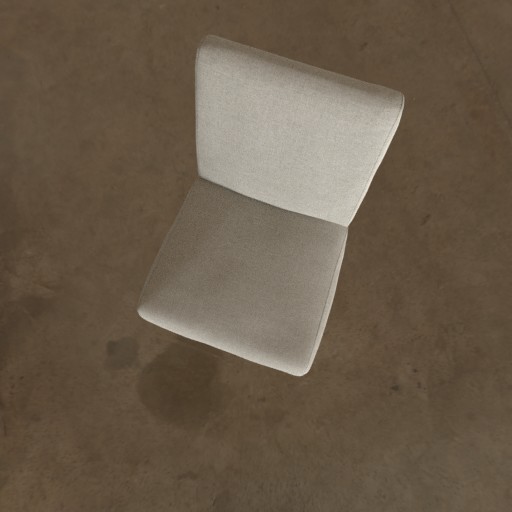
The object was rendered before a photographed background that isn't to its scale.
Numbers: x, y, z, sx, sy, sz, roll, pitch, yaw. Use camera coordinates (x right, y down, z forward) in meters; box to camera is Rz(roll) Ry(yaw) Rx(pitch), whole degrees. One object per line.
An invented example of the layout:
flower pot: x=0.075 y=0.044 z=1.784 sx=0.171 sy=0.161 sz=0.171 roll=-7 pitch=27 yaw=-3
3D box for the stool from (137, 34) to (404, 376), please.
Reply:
stool: x=0.000 y=0.000 z=1.365 sx=0.507 sy=1.085 sz=0.606 roll=19 pitch=76 yaw=5
